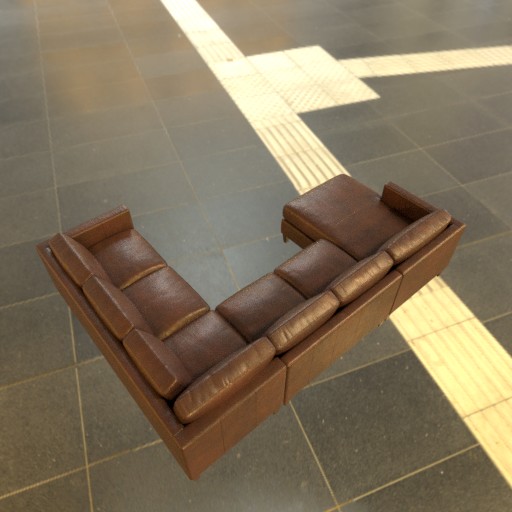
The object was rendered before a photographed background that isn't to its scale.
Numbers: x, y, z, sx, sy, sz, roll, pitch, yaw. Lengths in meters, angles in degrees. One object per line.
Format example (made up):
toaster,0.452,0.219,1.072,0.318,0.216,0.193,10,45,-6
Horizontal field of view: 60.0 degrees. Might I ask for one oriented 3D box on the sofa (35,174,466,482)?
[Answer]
sofa,0.000,0.000,4.422,3.324,0.891,2.452,-32,54,-27
